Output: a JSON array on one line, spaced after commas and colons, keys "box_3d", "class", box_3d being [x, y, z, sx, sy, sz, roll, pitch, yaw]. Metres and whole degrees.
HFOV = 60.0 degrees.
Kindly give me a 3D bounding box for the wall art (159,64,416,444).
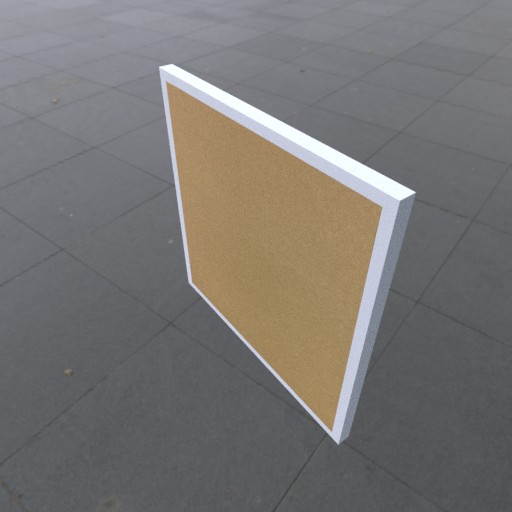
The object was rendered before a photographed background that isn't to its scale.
[{"box_3d": [0.000, 0.000, 1.150, 0.038, 0.761, 0.763, -26, 47, -27], "class": "wall art"}]
